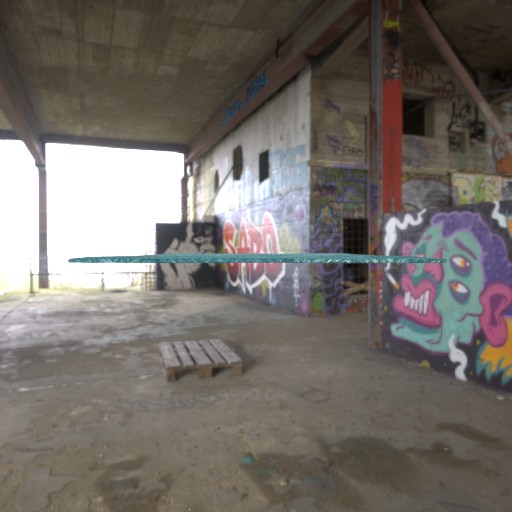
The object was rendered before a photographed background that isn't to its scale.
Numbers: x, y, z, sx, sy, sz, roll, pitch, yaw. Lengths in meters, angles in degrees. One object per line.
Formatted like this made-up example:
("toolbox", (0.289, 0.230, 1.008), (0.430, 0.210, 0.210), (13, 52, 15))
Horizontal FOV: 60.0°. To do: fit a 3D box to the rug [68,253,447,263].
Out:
("rug", (0.000, 0.000, 2.162), (1.136, 0.017, 1.728), (0, 1, 0))
